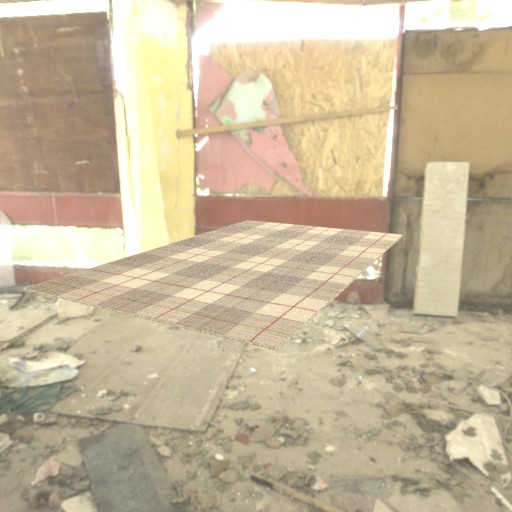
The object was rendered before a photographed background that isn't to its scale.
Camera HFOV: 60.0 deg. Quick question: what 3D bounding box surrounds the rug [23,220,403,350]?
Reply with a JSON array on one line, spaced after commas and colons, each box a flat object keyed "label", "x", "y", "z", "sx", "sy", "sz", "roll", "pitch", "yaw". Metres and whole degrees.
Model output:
[{"label": "rug", "x": 0.000, "y": 0.000, "z": 3.097, "sx": 1.549, "sy": 0.010, "sz": 2.464, "roll": 8, "pitch": 16, "yaw": 27}]
